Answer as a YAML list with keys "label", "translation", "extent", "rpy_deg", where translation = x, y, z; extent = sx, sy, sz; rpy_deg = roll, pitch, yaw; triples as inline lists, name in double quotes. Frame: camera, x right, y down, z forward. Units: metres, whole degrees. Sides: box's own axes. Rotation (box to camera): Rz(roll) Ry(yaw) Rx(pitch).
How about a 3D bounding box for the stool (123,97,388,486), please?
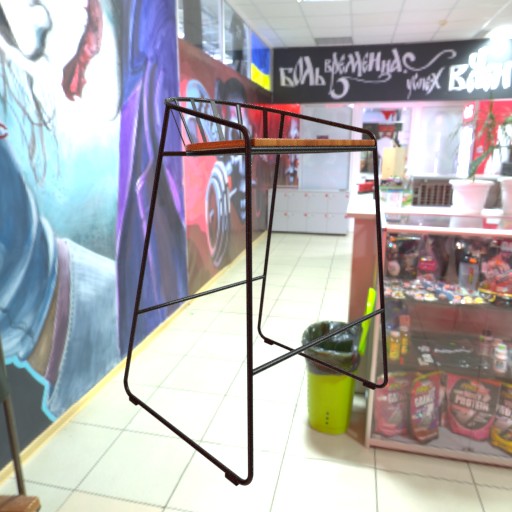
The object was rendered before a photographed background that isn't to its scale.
- label: "stool"
  translation: [0.000, 0.000, 1.159]
  extent: [0.546, 0.812, 0.521]
  rpy_deg: [-13, 19, -43]
